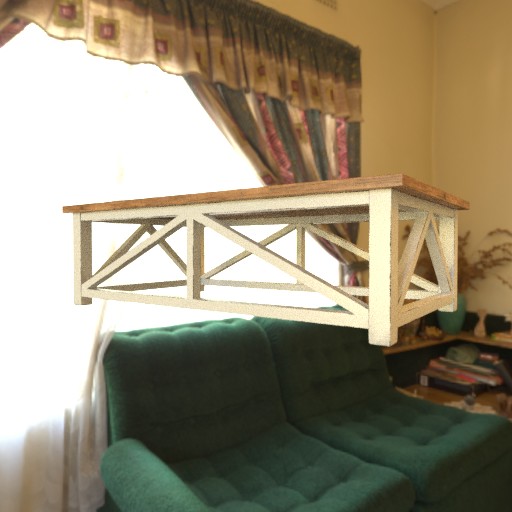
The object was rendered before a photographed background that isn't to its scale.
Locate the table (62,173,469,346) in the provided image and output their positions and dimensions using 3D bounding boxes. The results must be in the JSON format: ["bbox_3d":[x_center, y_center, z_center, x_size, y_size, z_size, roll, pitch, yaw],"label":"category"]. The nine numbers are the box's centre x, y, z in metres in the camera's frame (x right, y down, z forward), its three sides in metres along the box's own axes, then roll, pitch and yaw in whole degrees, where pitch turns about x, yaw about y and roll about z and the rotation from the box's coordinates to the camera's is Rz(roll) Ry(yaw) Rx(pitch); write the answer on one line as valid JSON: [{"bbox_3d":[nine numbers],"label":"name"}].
[{"bbox_3d":[0.000,0.000,1.752,1.400,0.410,0.800,1,1,36],"label":"table"}]
